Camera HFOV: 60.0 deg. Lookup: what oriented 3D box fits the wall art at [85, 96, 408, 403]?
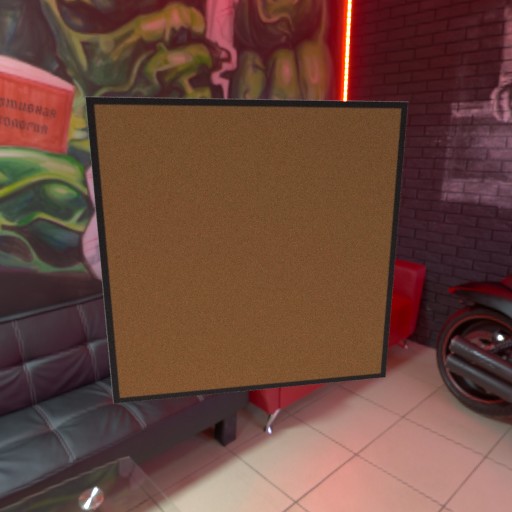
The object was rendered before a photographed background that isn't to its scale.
[{"bbox_3d":[0.000,0.000,1.203,0.805,0.803,0.022,-3,15,-10],"label":"wall art"}]
